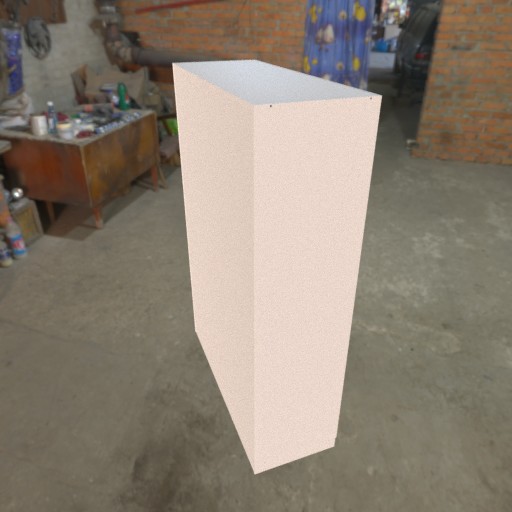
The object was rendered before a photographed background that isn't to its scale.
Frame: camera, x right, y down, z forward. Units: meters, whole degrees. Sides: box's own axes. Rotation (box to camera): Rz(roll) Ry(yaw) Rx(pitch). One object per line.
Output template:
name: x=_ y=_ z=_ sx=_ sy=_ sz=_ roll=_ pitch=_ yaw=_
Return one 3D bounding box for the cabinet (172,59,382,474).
cabinet: x=0.000 y=0.000 z=2.513 sx=0.510 sy=1.910 sz=1.290 roll=-11 pitch=31 yaw=-18
